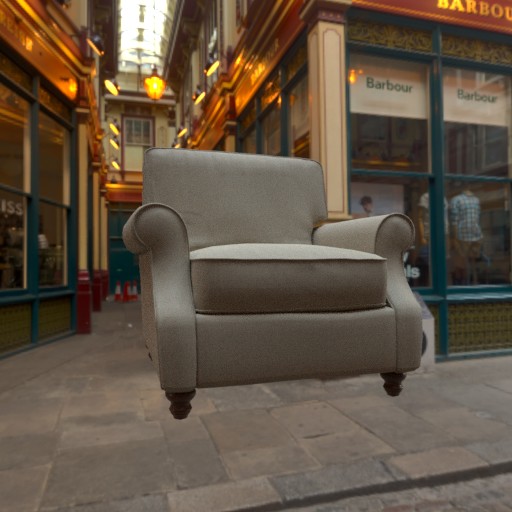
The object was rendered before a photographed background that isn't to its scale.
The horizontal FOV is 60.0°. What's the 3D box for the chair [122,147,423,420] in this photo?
[{"bbox_3d":[0.000,0.000,1.790,1.029,0.967,0.966,0,-1,-18],"label":"chair"}]
